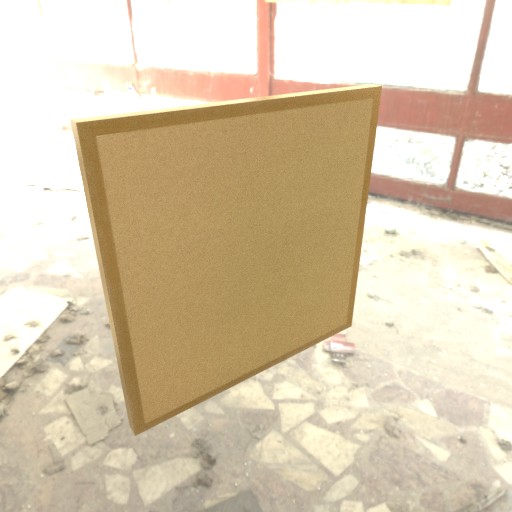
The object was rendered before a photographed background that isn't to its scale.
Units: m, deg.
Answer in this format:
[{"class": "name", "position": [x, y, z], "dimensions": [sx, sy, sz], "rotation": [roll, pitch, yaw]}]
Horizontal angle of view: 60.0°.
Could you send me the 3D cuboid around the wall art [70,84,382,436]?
[{"class": "wall art", "position": [0.000, 0.000, 1.126], "dimensions": [0.762, 0.760, 0.037], "rotation": [-19, 34, -31]}]
